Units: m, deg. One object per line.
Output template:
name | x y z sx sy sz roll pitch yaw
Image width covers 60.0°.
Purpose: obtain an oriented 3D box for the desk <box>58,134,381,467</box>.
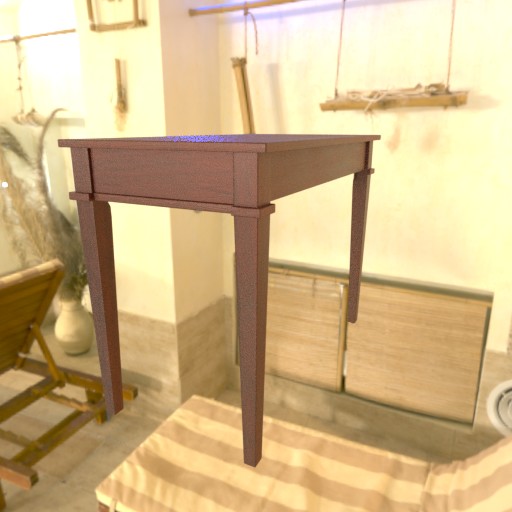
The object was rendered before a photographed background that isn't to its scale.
desk | 0.000 0.000 1.465 0.549 0.762 1.001 8 18 26
